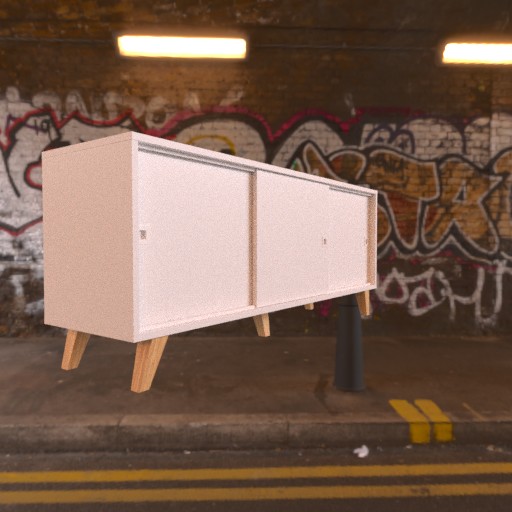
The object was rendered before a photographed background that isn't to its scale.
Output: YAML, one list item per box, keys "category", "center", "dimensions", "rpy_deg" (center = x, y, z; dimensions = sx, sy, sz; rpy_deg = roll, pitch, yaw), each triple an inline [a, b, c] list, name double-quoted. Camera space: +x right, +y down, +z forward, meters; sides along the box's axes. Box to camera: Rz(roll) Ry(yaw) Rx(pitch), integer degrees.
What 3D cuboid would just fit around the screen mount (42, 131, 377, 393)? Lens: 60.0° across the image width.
- category: "screen mount"
  center: [0.000, 0.000, 1.740]
  dimensions: [0.400, 0.619, 1.490]
  rpy_deg: [1, 2, 37]
